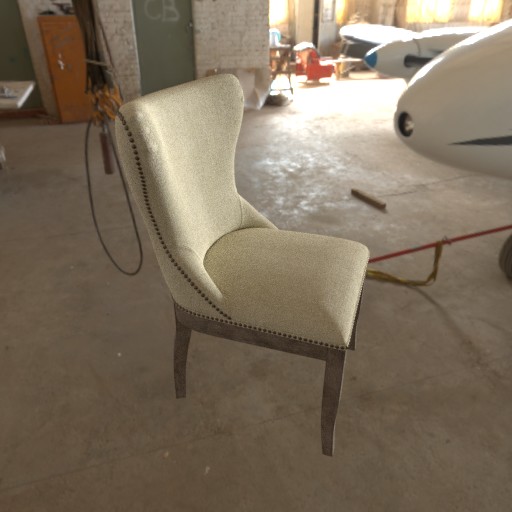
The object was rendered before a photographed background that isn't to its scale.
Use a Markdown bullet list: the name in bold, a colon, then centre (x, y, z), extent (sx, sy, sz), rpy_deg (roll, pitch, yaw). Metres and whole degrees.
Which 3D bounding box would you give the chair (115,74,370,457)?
- **chair**: centre (0.000, 0.000, 1.417), extent (0.681, 1.002, 0.654), rpy_deg (9, 31, 16)
